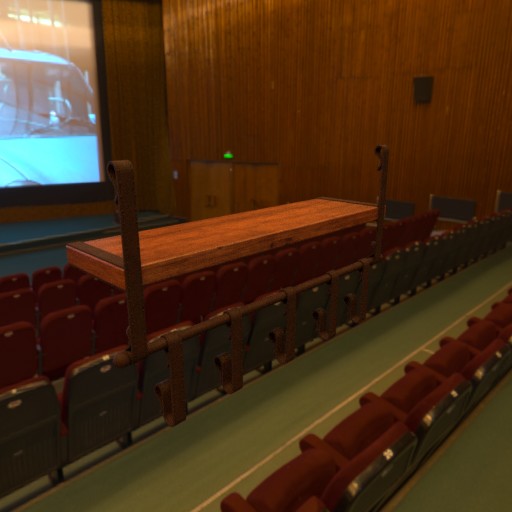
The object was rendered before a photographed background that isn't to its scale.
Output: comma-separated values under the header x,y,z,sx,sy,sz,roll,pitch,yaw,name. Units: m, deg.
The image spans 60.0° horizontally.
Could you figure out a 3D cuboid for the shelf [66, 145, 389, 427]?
x,y,z,sx,sy,sz,roll,pitch,yaw,name
0.000,0.000,0.702,0.146,0.330,0.567,16,22,42,shelf
